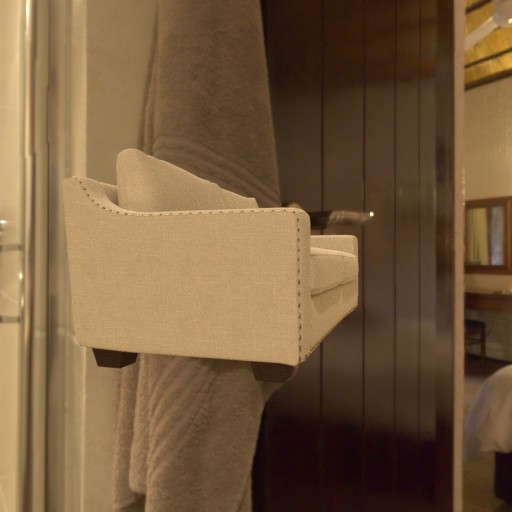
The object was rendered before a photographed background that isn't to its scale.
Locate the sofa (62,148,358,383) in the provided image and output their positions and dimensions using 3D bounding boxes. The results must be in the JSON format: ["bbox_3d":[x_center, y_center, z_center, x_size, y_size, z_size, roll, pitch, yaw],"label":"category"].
[{"bbox_3d":[0.000,0.000,2.757,1.104,0.983,2.107,0,-1,18],"label":"sofa"}]
